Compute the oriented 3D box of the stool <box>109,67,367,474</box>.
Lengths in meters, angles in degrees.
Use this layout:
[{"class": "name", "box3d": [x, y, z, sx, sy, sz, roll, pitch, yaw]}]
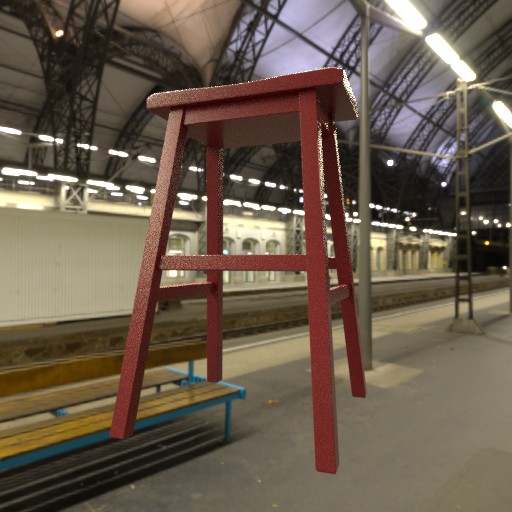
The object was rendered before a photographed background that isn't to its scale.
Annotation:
[{"class": "stool", "box3d": [0.000, 0.000, 1.044, 0.457, 0.737, 0.476, 0, -1, 20]}]
